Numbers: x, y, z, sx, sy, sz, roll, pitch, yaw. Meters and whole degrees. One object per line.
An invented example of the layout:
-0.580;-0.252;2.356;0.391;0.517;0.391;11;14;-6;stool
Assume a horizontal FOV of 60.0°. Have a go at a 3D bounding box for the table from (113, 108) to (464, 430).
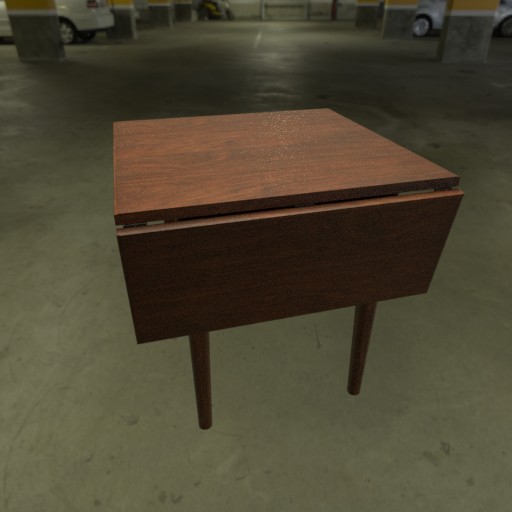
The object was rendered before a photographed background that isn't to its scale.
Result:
0.000;0.000;1.499;0.812;0.763;0.843;-8;31;-13;table
